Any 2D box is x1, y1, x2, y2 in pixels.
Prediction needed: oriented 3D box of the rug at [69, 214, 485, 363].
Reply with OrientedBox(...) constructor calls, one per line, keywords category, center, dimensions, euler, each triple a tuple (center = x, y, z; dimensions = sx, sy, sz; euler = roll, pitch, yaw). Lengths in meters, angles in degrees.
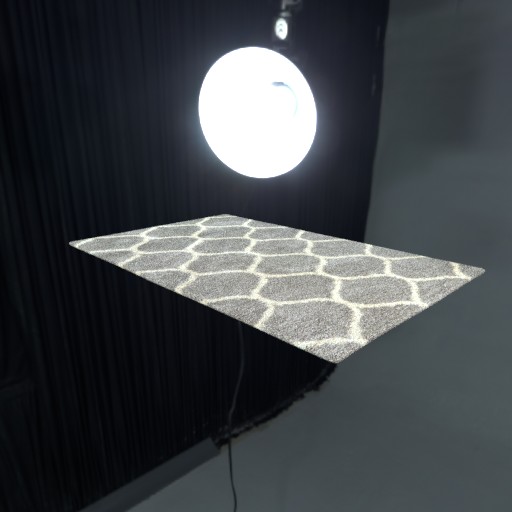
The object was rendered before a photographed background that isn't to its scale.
OrientedBox(category="rug", center=(0.000, 0.000, 2.909), dimensions=(1.501, 0.025, 2.348), euler=(-16, 23, -42))
